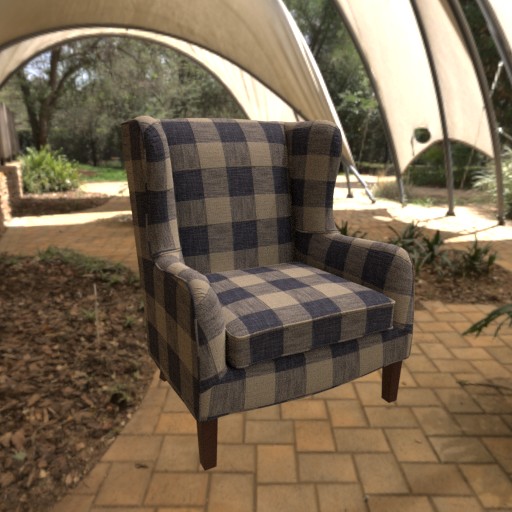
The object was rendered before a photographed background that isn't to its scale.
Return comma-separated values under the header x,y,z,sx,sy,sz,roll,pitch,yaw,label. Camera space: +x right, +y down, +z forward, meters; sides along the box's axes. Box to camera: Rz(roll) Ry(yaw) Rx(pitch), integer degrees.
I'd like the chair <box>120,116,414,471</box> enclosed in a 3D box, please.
x,y,z,sx,sy,sz,roll,pitch,yaw,label
0.000,0.000,1.707,0.830,1.041,0.889,-8,17,-27,chair
